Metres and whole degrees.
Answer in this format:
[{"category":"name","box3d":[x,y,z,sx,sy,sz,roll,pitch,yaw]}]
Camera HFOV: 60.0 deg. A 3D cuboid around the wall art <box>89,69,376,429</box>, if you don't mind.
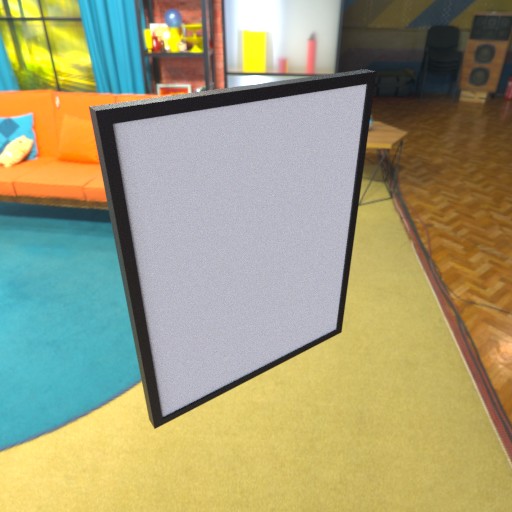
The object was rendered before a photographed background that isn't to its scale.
[{"category":"wall art","box3d":[0.000,0.000,0.545,0.325,0.397,0.018,-20,37,-29]}]
